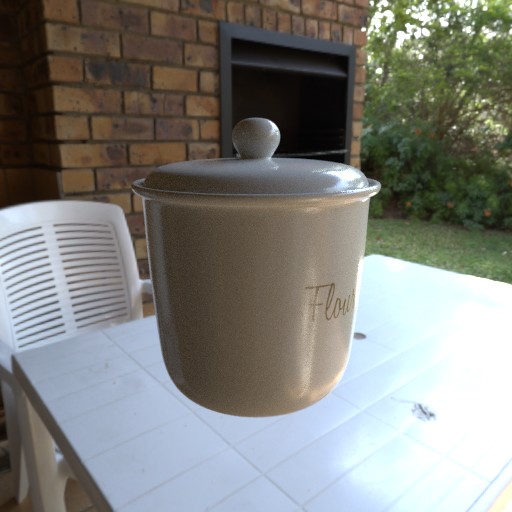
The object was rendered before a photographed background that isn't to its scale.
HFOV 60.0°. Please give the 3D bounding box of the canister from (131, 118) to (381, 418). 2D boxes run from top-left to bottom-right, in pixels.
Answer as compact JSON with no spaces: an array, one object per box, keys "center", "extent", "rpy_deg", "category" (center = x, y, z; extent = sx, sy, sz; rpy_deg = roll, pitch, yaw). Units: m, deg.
[{"center":[0.000,0.000,0.349],"extent":[0.182,0.208,0.182],"rpy_deg":[0,15,0],"category":"canister"}]
